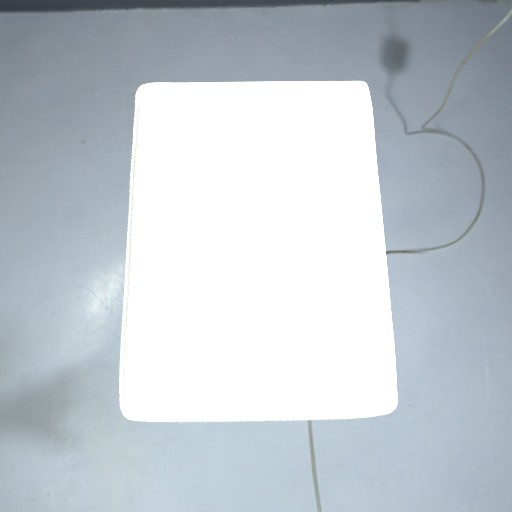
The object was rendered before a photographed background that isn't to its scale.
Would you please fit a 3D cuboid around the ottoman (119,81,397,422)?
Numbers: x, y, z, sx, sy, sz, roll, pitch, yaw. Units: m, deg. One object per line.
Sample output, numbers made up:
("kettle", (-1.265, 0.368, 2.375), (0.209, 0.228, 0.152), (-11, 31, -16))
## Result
("ottoman", (0.000, 0.000, 1.147), (0.569, 0.499, 0.773), (-1, 76, 0))
